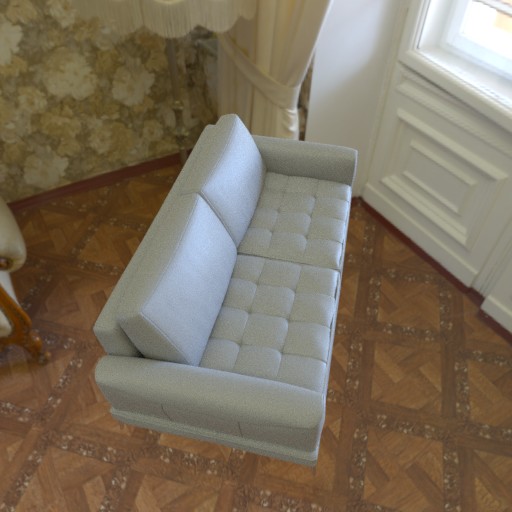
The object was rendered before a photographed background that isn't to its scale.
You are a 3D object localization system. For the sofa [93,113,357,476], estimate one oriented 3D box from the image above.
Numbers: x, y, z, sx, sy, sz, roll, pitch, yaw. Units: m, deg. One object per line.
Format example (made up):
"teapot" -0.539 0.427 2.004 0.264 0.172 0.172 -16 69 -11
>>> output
"sofa" 0.000 0.000 2.758 1.121 0.930 2.177 10 48 9
